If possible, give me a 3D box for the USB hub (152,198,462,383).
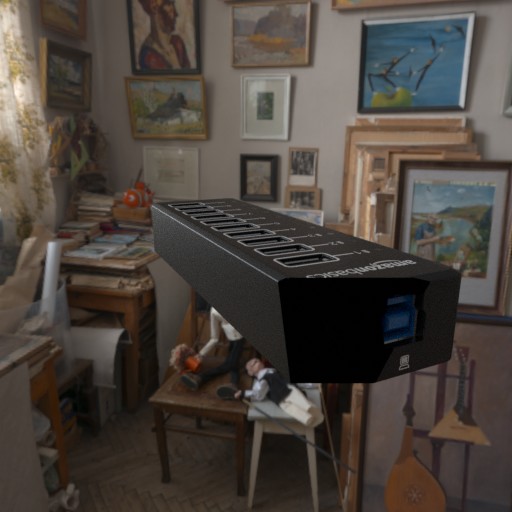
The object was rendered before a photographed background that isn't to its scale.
[{"bbox_3d":[0.000,0.000,0.162,0.044,0.023,0.145,-7,17,-25],"label":"USB hub"}]
